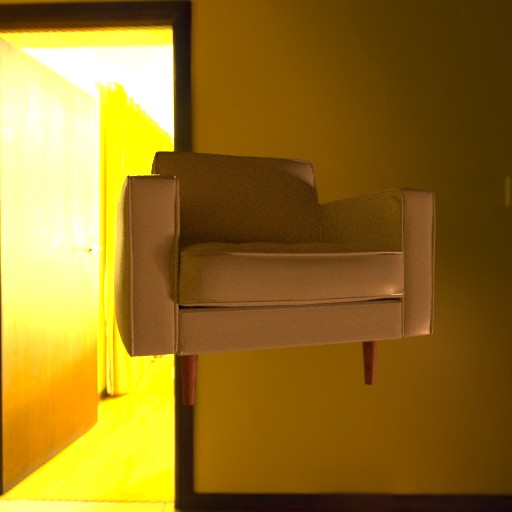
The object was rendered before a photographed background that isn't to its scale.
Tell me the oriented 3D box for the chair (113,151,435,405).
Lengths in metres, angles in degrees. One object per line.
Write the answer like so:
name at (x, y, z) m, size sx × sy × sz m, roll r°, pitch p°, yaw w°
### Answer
chair at (0.000, 0.000, 1.516) m, size 0.928 × 0.773 × 0.843 m, roll 0°, pitch 1°, yaw -18°
